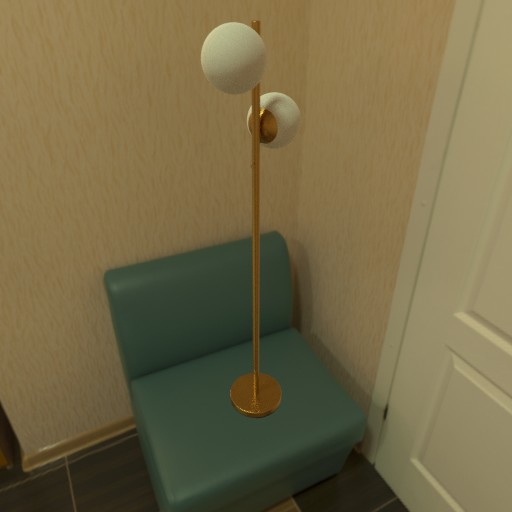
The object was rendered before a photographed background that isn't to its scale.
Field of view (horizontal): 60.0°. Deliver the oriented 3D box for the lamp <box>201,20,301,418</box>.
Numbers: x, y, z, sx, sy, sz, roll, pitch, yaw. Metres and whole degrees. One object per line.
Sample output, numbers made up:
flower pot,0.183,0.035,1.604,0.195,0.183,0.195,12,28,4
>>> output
lamp,0.000,0.000,1.739,0.249,1.641,0.419,19,37,28
